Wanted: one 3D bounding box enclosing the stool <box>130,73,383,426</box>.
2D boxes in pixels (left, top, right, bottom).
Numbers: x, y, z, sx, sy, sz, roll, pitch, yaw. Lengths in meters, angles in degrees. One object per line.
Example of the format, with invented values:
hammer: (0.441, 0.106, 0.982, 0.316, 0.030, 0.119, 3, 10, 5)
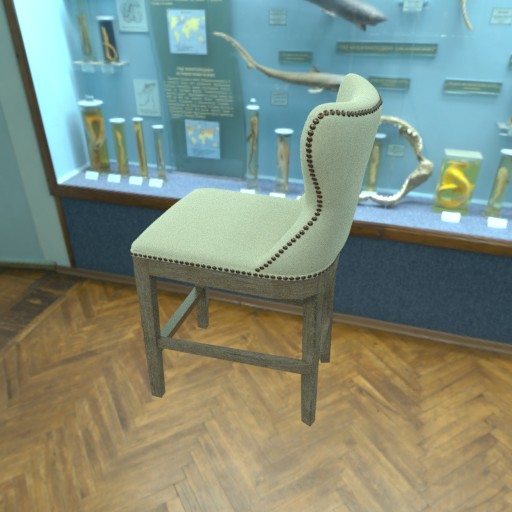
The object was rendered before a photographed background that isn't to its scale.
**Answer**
stool: (0.000, 0.000, 1.325, 0.608, 0.981, 0.498, 9, 32, 15)
